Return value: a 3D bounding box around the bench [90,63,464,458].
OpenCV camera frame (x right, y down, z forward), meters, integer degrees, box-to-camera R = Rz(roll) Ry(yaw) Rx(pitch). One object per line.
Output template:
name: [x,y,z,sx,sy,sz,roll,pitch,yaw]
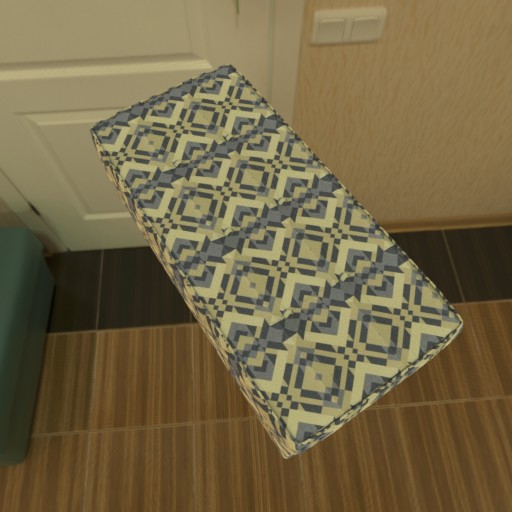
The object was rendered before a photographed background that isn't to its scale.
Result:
bench: [0.000,0.000,1.310,0.492,0.477,1.016,-31,67,-14]
